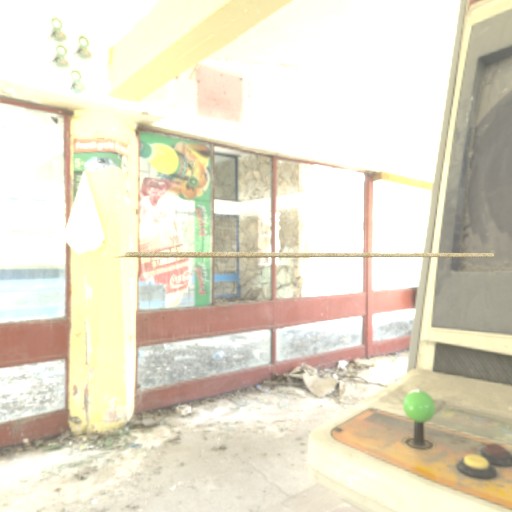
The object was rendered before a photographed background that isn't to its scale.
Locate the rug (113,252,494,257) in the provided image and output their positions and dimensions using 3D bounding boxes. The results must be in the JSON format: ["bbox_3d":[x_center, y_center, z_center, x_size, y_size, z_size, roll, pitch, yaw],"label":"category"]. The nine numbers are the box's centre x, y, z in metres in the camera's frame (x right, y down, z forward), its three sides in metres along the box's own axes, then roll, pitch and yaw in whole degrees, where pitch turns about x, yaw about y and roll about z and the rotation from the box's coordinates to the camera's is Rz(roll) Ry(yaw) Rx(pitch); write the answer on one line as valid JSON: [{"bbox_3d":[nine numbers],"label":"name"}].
[{"bbox_3d":[0.000,0.000,3.990,2.401,0.025,3.001,0,0,-19],"label":"rug"}]
